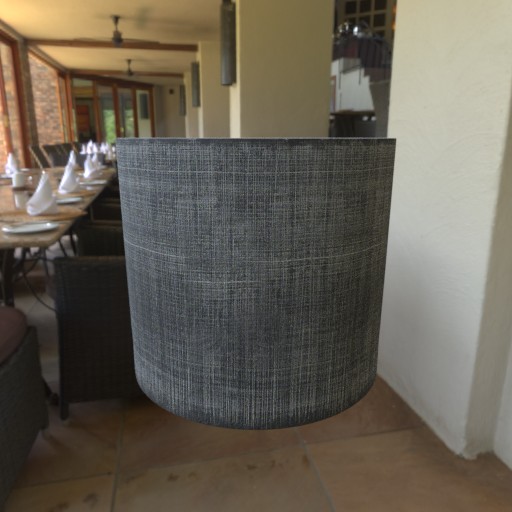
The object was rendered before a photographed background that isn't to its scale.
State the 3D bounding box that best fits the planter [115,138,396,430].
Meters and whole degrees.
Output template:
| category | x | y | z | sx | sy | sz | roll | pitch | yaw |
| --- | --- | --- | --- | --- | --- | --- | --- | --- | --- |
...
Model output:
| category | x | y | z | sx | sy | sz | roll | pitch | yaw |
| --- | --- | --- | --- | --- | --- | --- | --- | --- | --- |
| planter | 0.000 | 0.000 | 0.390 | 0.221 | 0.201 | 0.221 | 0 | 15 | 0 |
